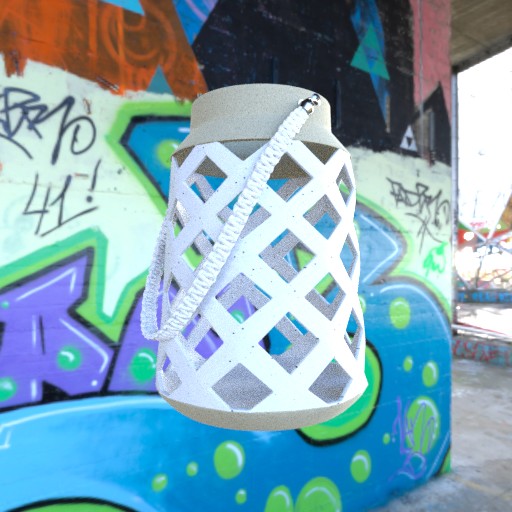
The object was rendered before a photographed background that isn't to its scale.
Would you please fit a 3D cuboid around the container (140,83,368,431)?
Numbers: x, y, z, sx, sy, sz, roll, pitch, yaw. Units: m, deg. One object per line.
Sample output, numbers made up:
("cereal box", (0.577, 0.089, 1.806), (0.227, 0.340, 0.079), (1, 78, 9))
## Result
("container", (0.000, 0.000, 0.398), (0.198, 0.264, 0.188), (1, -1, -35))
